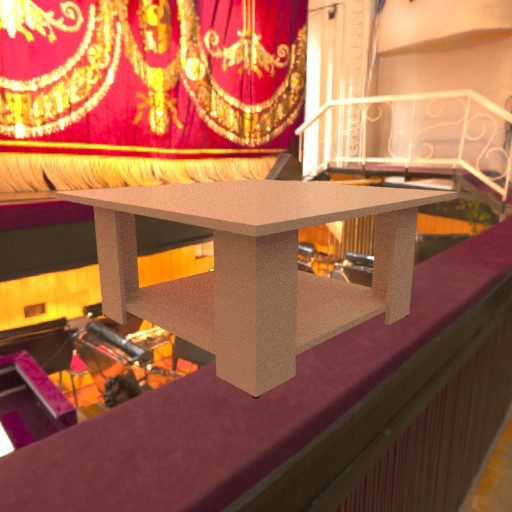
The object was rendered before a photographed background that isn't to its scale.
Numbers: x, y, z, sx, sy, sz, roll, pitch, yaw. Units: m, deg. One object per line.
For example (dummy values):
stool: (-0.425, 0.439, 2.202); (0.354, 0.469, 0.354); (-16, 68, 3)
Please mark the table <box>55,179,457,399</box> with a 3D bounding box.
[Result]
table: (0.000, 0.000, 1.080); (0.670, 0.305, 0.670); (13, 19, 43)
